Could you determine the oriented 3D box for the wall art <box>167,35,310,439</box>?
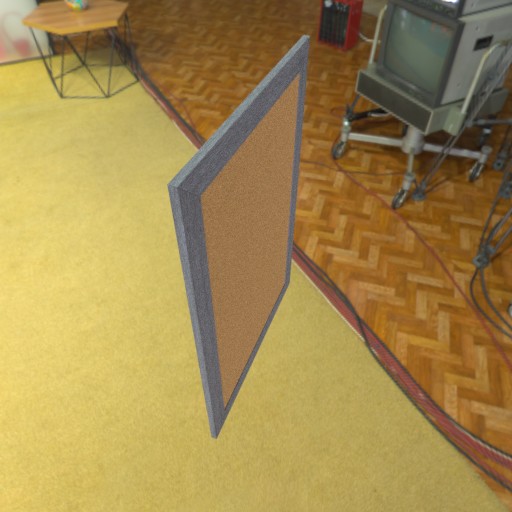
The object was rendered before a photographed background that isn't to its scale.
[{"bbox_3d":[0.000,0.000,1.396,0.020,1.070,0.768,16,48,15],"label":"wall art"}]
